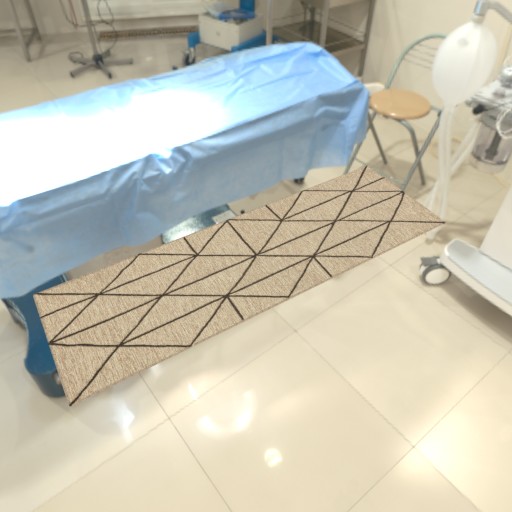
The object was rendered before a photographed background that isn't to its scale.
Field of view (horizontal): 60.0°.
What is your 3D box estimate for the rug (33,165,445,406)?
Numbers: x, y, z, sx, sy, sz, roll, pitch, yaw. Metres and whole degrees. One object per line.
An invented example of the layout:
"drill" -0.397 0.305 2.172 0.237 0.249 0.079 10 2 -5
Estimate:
"rug" 0.000 0.000 2.678 2.438 0.012 0.762 -23 50 -21
